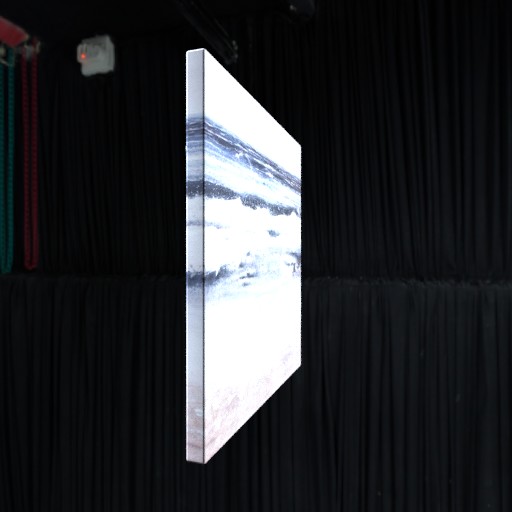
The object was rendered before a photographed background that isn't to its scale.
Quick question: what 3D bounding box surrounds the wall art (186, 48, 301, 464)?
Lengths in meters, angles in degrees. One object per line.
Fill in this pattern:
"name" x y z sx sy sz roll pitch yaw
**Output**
"wall art" 0.000 0.000 1.160 0.065 0.747 0.755 0 0 19
